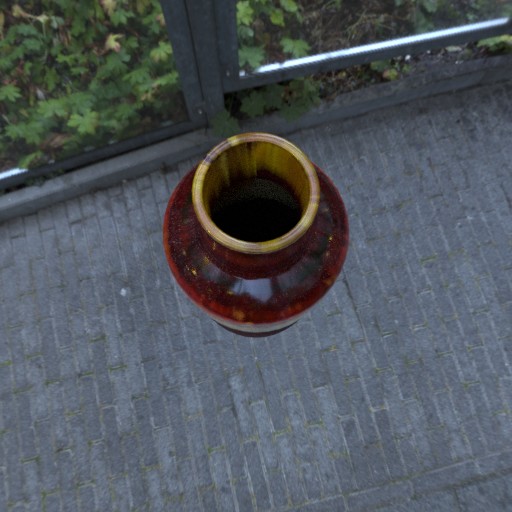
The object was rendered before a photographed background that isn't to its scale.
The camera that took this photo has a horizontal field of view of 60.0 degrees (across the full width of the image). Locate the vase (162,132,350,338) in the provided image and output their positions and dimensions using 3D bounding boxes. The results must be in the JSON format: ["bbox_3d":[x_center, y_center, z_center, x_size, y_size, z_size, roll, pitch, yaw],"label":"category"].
[{"bbox_3d":[0.000,0.000,0.324,0.111,0.261,0.111,0,77,0],"label":"vase"}]
